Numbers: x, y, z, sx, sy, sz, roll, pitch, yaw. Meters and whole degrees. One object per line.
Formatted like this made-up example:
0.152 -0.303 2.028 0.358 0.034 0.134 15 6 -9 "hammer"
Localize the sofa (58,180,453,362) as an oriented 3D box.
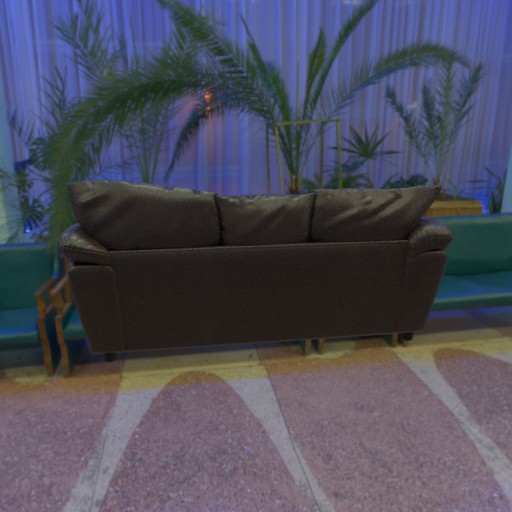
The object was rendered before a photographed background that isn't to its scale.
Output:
0.000 0.000 2.958 2.390 1.091 0.907 -2 16 -8 "sofa"
